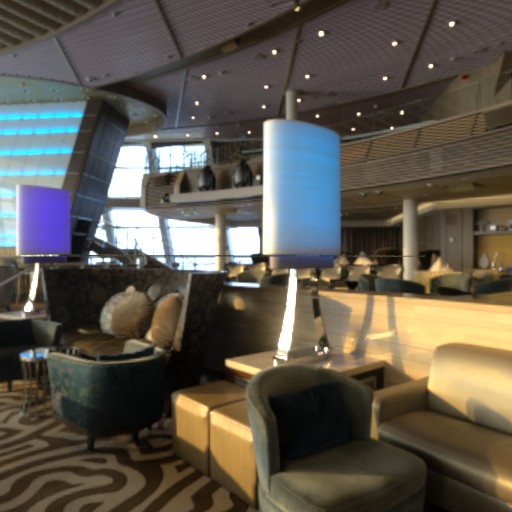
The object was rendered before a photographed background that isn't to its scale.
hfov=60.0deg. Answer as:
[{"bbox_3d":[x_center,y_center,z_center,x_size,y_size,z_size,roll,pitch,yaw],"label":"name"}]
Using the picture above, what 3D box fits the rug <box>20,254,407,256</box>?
[{"bbox_3d":[0.000,0.000,2.694,2.438,0.006,0.761,0,0,-38],"label":"rug"}]
